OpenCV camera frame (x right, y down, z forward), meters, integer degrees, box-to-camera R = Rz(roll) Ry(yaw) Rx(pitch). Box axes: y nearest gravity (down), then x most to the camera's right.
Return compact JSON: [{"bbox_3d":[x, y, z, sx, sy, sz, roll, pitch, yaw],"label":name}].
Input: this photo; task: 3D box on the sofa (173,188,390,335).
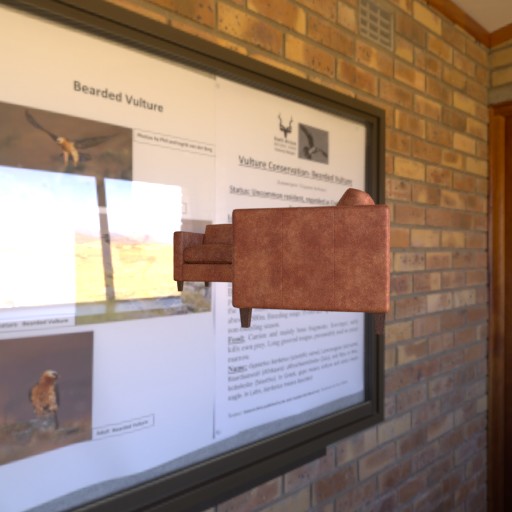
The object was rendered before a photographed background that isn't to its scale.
[{"bbox_3d":[0.000,0.000,4.211,2.438,0.838,3.150,0,0,17],"label":"sofa"}]
